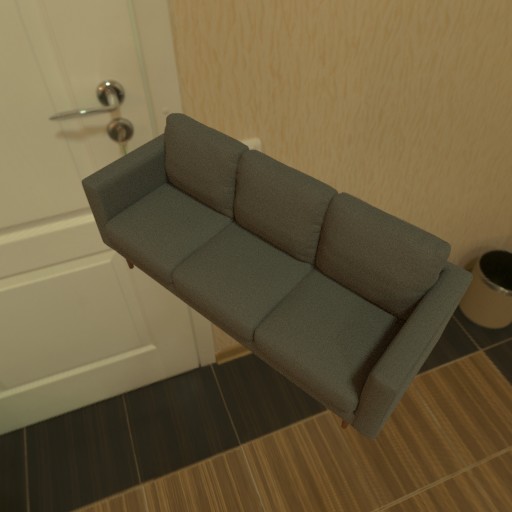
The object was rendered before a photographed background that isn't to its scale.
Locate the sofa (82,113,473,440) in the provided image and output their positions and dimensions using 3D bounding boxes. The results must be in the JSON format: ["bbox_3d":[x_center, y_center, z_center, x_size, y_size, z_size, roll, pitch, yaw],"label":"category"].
[{"bbox_3d":[0.000,0.000,2.491,2.029,0.912,0.802,32,55,25],"label":"sofa"}]
